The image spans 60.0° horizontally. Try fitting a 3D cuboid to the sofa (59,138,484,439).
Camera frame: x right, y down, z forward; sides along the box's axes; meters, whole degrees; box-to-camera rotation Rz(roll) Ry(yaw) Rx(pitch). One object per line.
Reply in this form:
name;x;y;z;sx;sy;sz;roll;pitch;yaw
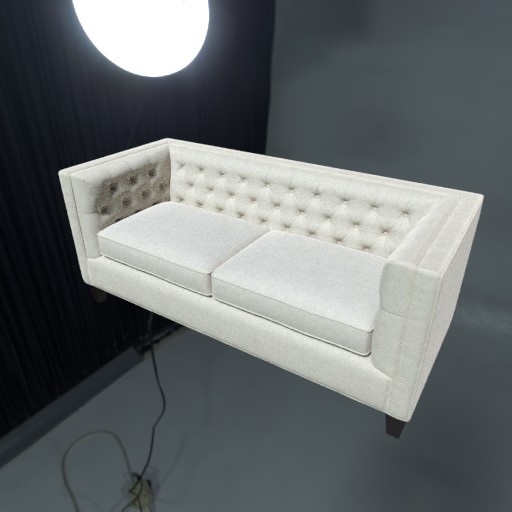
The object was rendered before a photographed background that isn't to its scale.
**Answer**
sofa;0.000;0.000;2.164;1.778;0.762;0.775;17;33;28
